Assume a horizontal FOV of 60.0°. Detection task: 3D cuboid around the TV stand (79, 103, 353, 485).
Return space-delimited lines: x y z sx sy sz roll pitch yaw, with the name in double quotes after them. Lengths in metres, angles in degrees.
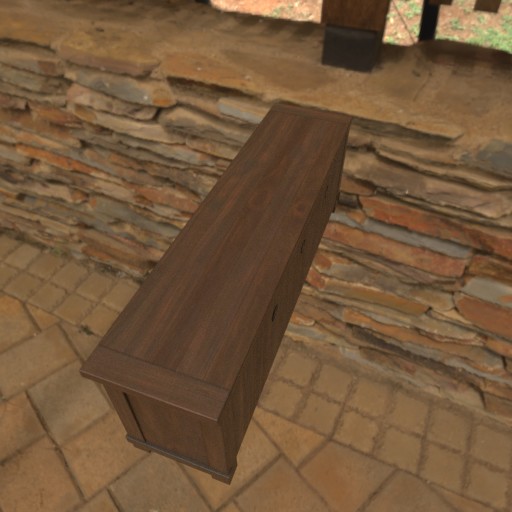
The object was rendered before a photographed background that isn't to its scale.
0.000 0.000 2.120 0.471 0.615 1.866 15 47 14 "TV stand"
